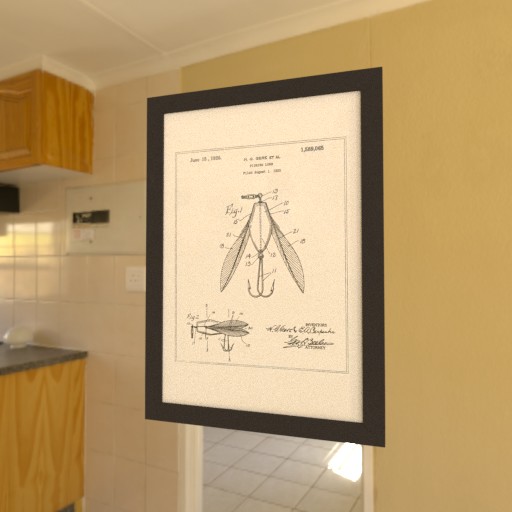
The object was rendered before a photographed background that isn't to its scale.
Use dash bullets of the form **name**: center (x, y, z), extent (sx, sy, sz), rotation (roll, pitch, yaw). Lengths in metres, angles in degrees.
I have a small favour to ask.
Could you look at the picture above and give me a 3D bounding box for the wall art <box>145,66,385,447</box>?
- **wall art**: center (0.000, 0.000, 0.685), extent (0.380, 0.534, 0.013), rotation (-1, -2, 18)
